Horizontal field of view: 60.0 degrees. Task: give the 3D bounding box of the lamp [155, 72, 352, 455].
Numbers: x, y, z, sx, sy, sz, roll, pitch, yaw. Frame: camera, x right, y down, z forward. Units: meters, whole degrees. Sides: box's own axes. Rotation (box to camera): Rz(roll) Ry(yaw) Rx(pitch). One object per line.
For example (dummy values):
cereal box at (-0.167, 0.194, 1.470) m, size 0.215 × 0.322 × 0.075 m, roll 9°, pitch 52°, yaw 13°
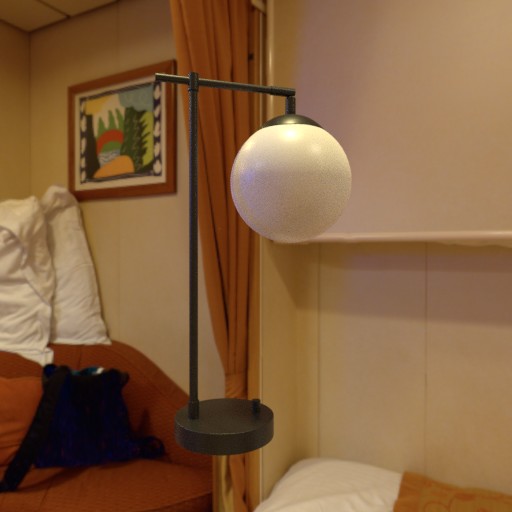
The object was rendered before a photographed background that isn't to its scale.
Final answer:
lamp at (0.000, 0.000, 0.712) m, size 0.316 × 0.559 × 0.197 m, roll 0°, pitch 0°, yaw -17°
